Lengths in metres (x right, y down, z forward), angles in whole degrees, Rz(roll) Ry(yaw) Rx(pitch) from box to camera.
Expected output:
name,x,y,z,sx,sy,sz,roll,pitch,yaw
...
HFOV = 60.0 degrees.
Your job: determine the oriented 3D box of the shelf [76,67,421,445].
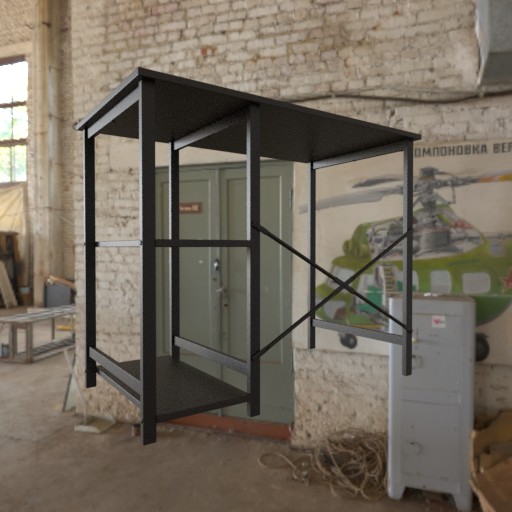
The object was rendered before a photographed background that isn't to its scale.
name,x,y,z,sx,sy,sz,roll,pitch,yaw
shelf,0.000,0.000,1.324,0.902,0.749,0.498,-1,1,-35
